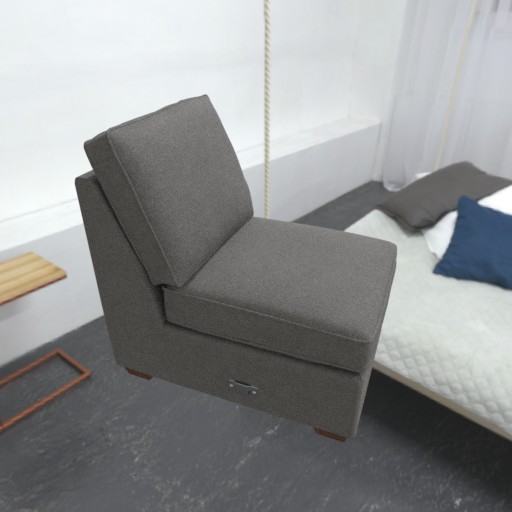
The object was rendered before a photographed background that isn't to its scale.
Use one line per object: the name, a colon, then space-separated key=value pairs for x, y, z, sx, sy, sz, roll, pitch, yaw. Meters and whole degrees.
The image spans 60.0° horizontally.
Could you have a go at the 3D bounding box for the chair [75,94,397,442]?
chair: x=0.000 y=0.000 z=1.574 sx=0.938 sy=0.970 sz=0.621 roll=11 pitch=32 yaw=19
